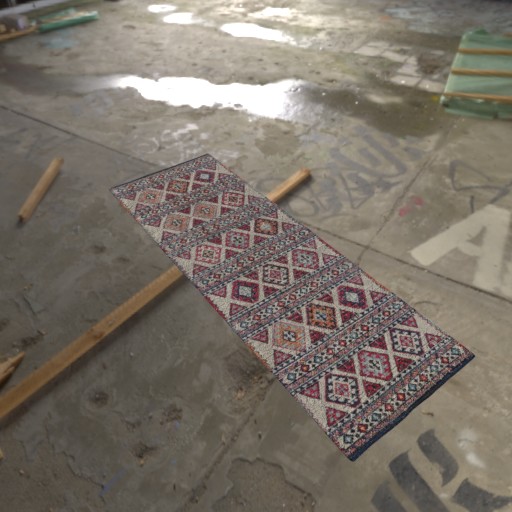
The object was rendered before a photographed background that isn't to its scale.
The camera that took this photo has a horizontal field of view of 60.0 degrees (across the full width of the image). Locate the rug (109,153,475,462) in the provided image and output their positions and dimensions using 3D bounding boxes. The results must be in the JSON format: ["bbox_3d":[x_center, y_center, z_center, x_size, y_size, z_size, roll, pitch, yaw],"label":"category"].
[{"bbox_3d":[0.000,0.000,2.602,0.832,0.008,2.362,-27,49,-26],"label":"rug"}]
